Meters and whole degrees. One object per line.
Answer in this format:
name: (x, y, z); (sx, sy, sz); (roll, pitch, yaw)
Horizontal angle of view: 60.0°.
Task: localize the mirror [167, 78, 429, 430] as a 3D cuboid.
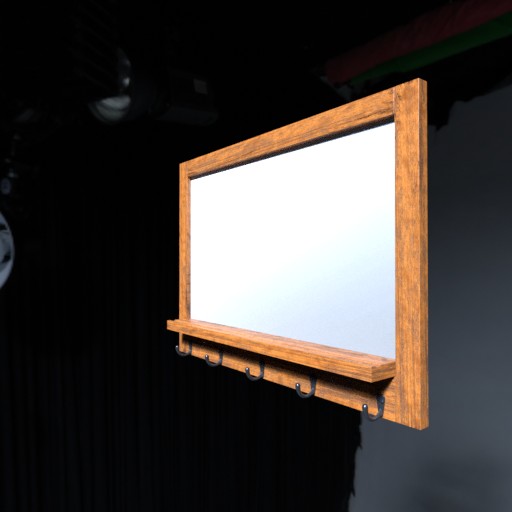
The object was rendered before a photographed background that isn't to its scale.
mirror: (0.000, 0.000, 0.960); (0.084, 0.537, 0.758); (1, -1, -38)
